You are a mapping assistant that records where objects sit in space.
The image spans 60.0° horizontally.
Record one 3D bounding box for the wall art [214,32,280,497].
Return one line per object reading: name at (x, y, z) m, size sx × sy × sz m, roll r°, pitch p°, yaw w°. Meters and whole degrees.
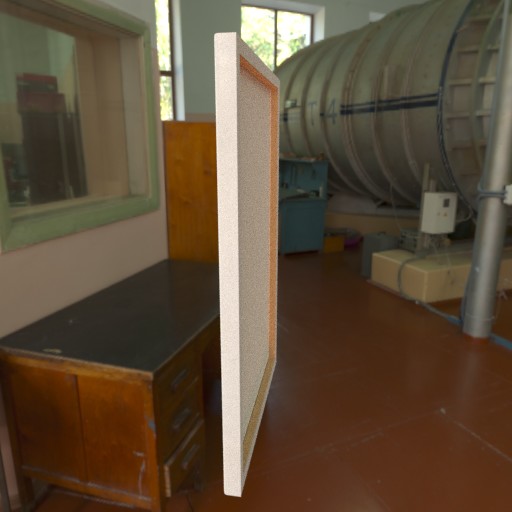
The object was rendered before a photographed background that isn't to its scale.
wall art at (0.000, 0.000, 1.130) m, size 0.038 × 0.912 × 0.607 m, roll 2°, pitch 15°, yaw 9°
